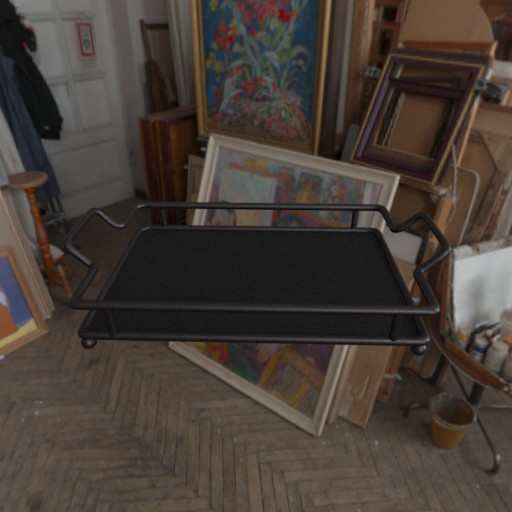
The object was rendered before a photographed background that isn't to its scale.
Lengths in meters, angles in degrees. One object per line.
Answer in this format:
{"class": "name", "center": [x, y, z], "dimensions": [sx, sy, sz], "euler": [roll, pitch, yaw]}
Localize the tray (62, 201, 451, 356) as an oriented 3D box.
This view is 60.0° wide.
{"class": "tray", "center": [0.000, 0.000, 0.628], "dimensions": [0.495, 0.101, 0.297], "euler": [1, 30, 1]}
